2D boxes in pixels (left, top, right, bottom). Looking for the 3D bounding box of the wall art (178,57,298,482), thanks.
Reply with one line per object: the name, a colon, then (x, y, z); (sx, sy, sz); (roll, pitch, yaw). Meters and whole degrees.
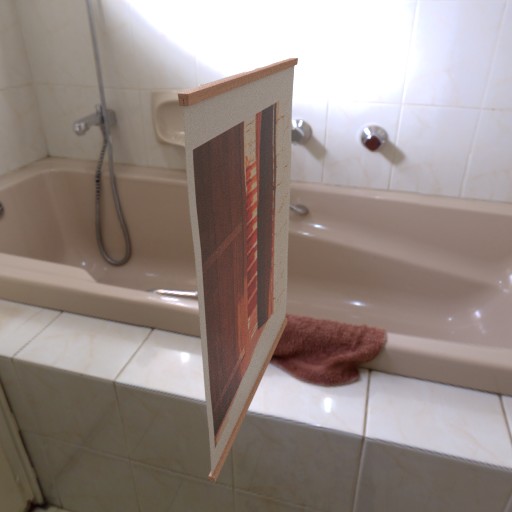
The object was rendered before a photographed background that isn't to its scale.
wall art: (0.000, 0.000, 1.287); (0.020, 1.013, 0.758); (9, 30, 16)
